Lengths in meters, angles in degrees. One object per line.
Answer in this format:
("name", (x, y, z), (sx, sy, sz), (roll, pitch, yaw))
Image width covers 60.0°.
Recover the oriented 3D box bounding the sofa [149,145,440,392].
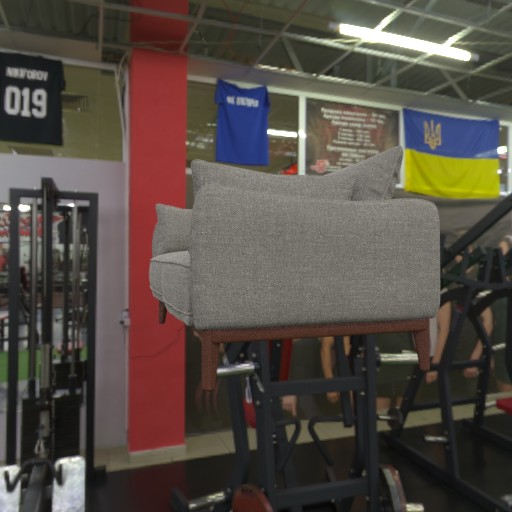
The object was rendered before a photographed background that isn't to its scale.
("sofa", (0.000, 0.000, 2.207), (0.972, 0.851, 1.580), (0, 0, -18))
